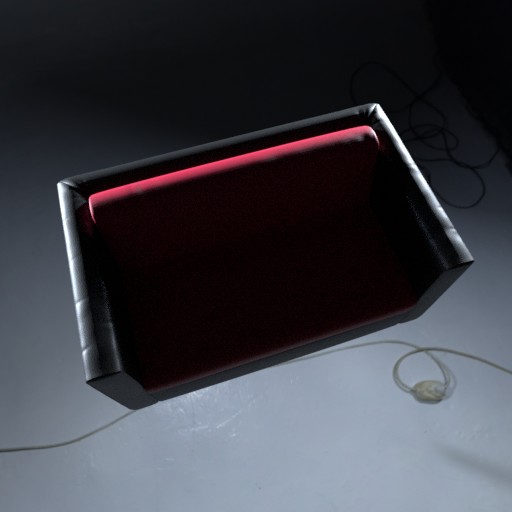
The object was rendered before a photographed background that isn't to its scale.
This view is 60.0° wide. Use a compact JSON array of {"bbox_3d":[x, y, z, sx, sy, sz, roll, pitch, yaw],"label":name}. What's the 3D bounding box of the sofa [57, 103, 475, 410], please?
[{"bbox_3d":[0.000,0.000,1.945,1.410,0.735,0.845,-16,64,-8],"label":"sofa"}]
